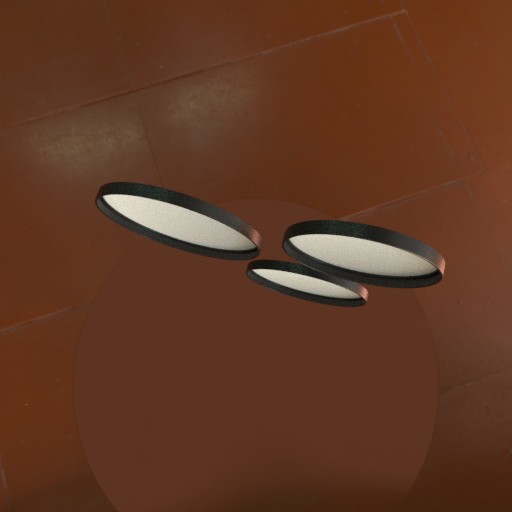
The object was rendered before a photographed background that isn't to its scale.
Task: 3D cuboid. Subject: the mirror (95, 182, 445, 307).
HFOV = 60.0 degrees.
[{"bbox_3d":[0.000,0.000,3.188,2.160,2.096,0.076,15,76,4],"label":"mirror"}]
